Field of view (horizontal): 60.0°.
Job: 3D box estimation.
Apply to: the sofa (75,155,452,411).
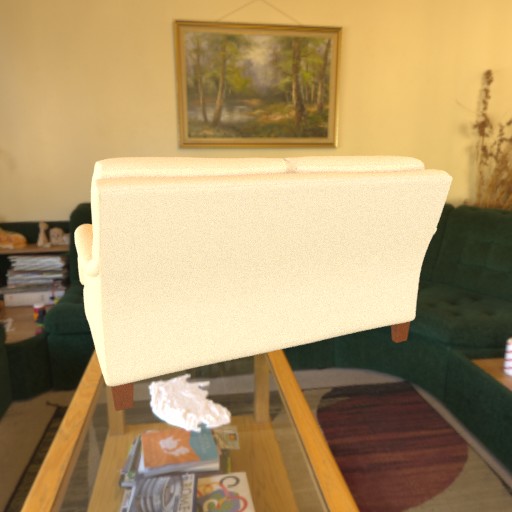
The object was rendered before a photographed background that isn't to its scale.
[{"bbox_3d":[0.000,0.000,2.495,1.853,1.101,1.084,-6,15,-25],"label":"sofa"}]
